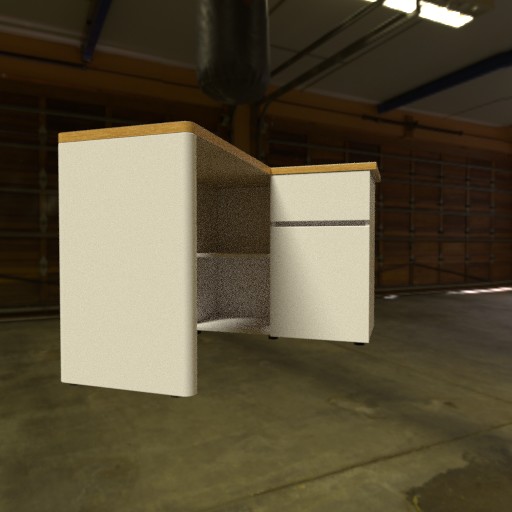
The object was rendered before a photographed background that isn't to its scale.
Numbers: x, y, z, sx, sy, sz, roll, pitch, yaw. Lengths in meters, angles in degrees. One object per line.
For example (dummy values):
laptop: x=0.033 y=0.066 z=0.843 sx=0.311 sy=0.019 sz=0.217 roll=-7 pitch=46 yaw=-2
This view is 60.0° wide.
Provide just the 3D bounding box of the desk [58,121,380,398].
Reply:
desk: x=0.000 y=0.000 z=1.762 sx=0.900 sy=0.760 sz=1.170 roll=0 pitch=2 yaw=18
